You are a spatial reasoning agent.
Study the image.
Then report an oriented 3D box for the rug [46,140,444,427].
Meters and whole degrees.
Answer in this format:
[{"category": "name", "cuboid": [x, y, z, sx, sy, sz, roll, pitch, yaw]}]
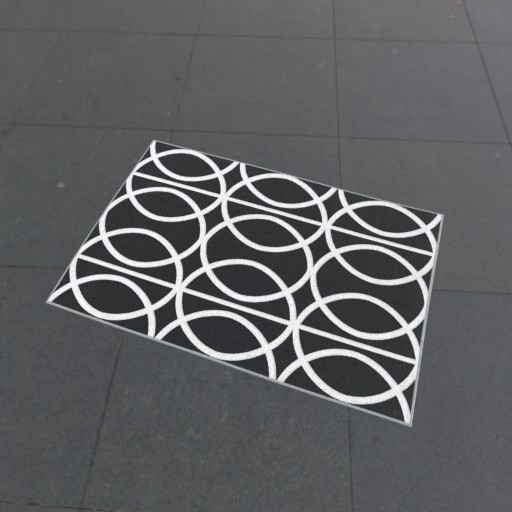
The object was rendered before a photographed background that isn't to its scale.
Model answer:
[{"category": "rug", "cuboid": [0.000, 0.000, 2.959, 2.290, 0.014, 1.526, 16, 60, 10]}]
